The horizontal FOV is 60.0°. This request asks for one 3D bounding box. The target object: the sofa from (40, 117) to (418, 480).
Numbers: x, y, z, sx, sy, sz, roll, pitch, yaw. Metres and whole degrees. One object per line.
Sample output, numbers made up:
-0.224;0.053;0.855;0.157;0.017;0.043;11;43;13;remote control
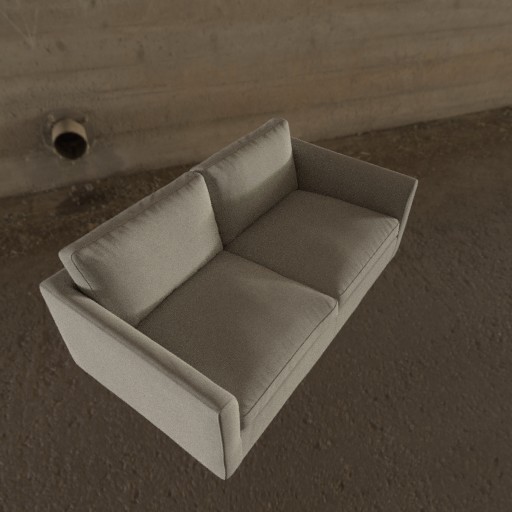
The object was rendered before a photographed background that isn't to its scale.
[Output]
0.000;0.000;2.490;1.091;0.839;1.905;26;48;26;sofa
